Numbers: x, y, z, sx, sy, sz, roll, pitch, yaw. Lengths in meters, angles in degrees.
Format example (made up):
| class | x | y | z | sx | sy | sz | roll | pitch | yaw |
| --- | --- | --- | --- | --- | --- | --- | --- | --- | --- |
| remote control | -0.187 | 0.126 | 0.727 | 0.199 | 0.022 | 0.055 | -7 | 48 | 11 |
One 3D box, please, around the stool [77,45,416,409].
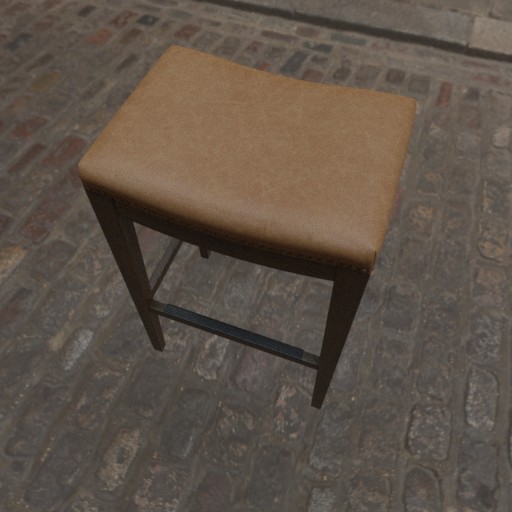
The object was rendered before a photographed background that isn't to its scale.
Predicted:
| class | x | y | z | sx | sy | sz | roll | pitch | yaw |
| --- | --- | --- | --- | --- | --- | --- | --- | --- | --- |
| stool | 0.000 | 0.000 | 1.016 | 0.500 | 0.759 | 0.361 | 17 | 59 | 10 |
